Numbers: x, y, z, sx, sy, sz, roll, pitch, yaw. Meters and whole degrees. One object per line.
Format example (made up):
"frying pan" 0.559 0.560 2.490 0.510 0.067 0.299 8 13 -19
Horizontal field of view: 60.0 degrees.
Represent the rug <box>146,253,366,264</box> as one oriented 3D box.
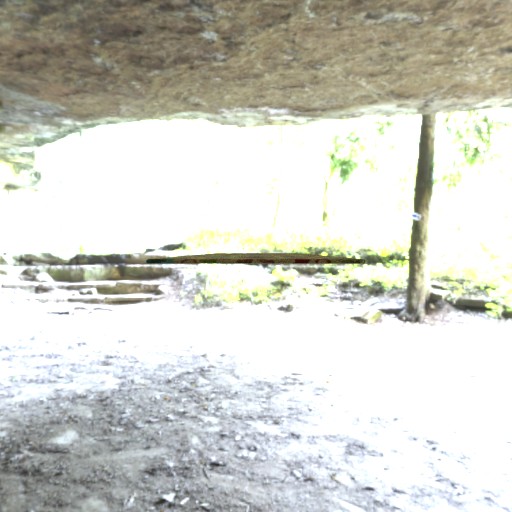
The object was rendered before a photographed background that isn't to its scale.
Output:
"rug" 0.000 0.000 2.487 0.693 0.016 2.273 0 1 0
